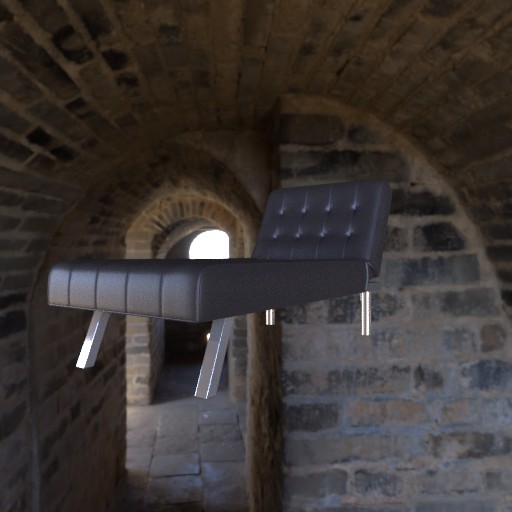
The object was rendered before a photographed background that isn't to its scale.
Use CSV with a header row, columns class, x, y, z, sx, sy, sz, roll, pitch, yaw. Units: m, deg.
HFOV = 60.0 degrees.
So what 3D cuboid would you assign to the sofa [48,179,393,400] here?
class,x,y,z,sx,sy,sz,roll,pitch,yaw
sofa,0.000,0.000,2.014,0.760,0.820,1.560,0,0,36
